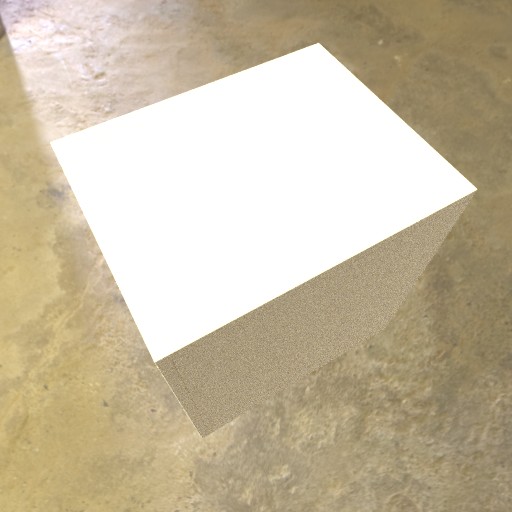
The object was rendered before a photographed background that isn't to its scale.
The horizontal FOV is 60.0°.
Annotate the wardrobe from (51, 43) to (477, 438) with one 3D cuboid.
[{"bbox_3d":[0.000,0.000,0.879,0.500,0.520,0.400,-27,62,-15],"label":"wardrobe"}]
